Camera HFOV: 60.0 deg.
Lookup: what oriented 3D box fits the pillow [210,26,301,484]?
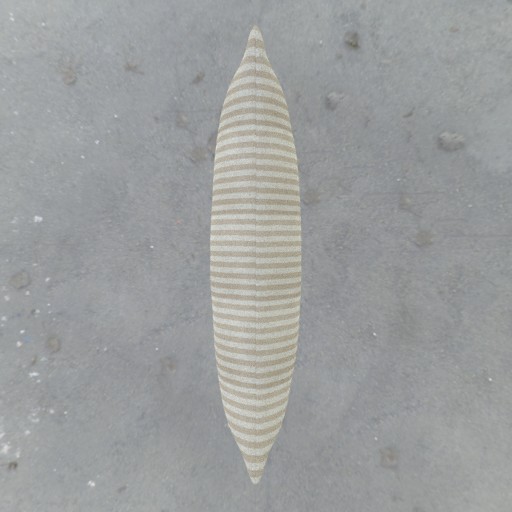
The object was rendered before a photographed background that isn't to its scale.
[{"bbox_3d":[0.000,0.000,0.738,0.151,0.295,0.617,0,91,0],"label":"pillow"}]
